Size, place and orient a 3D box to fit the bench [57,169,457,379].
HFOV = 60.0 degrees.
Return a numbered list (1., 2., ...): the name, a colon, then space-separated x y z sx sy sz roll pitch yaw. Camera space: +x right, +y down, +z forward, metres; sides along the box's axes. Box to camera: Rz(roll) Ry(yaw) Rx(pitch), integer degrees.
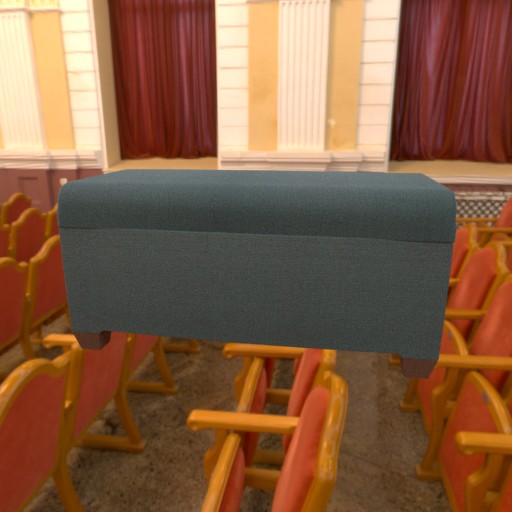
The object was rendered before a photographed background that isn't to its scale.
1. bench: 0.000 0.000 1.300 0.995 0.474 0.476 3 16 9
